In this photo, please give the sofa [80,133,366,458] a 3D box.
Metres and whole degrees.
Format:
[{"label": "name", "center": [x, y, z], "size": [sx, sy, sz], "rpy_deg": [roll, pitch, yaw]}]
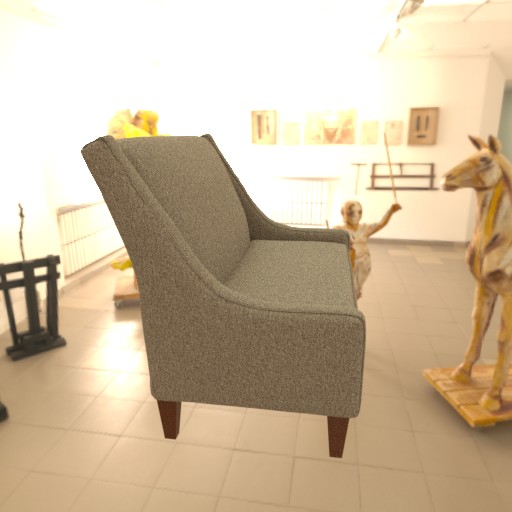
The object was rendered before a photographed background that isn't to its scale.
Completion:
[{"label": "sofa", "center": [0.000, 0.000, 1.934], "size": [0.862, 1.026, 1.242], "rpy_deg": [3, 16, 9]}]
